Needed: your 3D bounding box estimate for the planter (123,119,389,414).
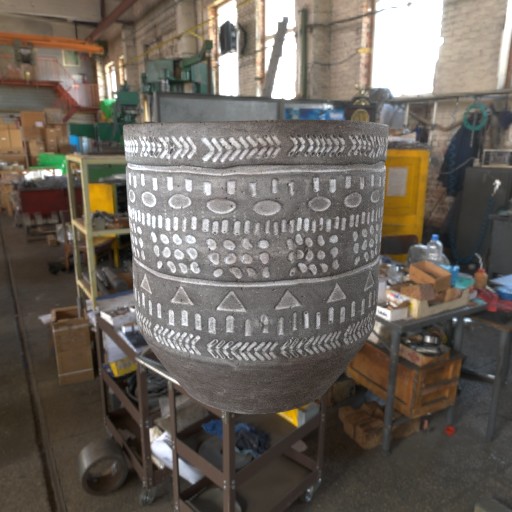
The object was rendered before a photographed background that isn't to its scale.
[{"bbox_3d":[0.000,0.000,0.225,0.122,0.128,0.122,0,15,0],"label":"planter"}]
